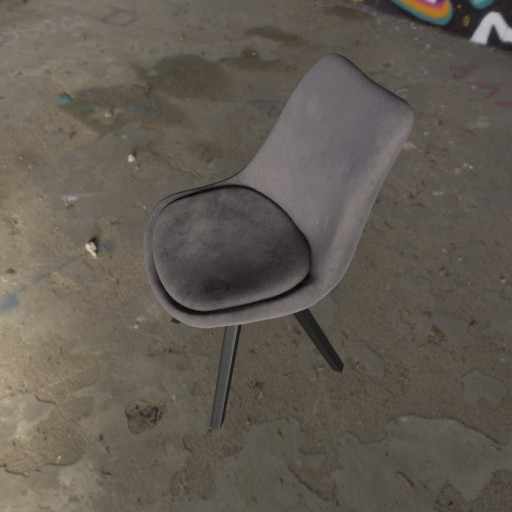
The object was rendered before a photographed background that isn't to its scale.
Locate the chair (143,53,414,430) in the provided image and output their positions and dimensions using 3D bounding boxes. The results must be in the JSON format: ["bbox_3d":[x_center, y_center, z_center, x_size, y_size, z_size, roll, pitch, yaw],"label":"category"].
[{"bbox_3d":[0.000,0.000,1.144,0.550,0.850,0.476,-18,50,-16],"label":"chair"}]
